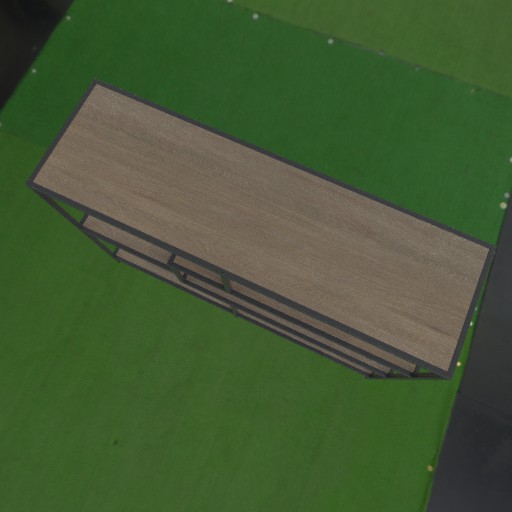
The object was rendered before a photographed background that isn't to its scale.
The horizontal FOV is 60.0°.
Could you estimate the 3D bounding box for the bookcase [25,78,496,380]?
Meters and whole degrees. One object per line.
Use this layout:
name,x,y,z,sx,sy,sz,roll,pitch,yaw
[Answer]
bookcase,0.000,0.000,1.484,1.140,0.780,0.350,24,76,6
